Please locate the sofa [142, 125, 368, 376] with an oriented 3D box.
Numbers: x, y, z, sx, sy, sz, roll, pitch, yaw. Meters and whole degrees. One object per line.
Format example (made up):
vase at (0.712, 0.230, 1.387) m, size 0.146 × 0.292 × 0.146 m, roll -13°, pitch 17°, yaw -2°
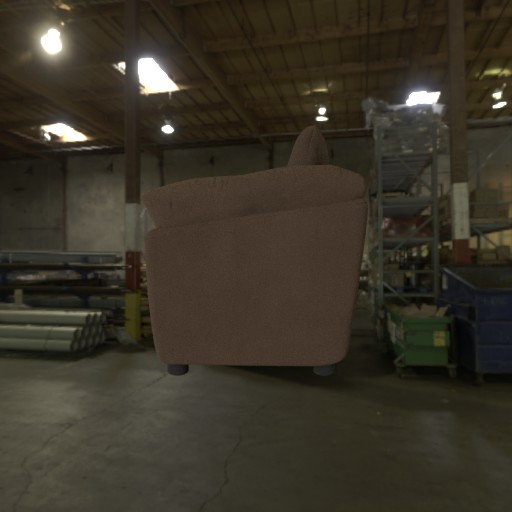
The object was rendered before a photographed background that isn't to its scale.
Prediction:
sofa at (0.000, 0.000, 2.820) m, size 0.878 × 1.015 × 2.336 m, roll 0°, pitch -1°, yaw 0°
